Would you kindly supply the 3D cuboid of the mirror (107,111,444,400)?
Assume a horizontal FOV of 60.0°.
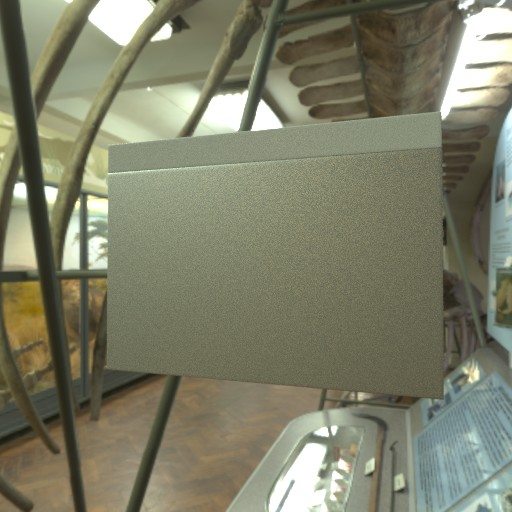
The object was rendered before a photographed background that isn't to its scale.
[{"bbox_3d":[0.000,0.000,1.120,0.870,0.630,0.030,0,-1,19],"label":"mirror"}]
